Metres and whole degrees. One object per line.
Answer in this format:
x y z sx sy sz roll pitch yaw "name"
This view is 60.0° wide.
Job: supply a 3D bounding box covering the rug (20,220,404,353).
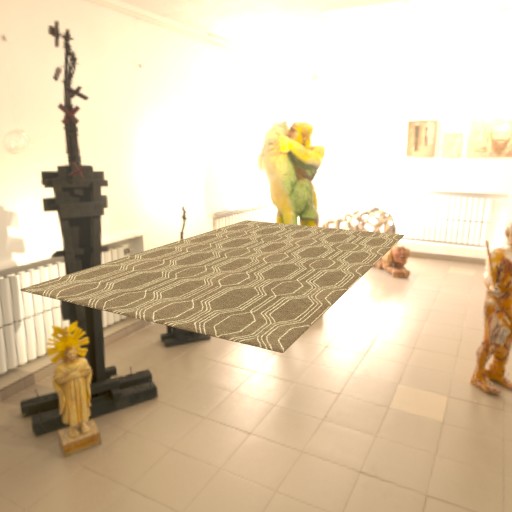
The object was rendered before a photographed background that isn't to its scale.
0.000 0.000 3.053 1.541 0.012 2.457 8 16 27 "rug"
